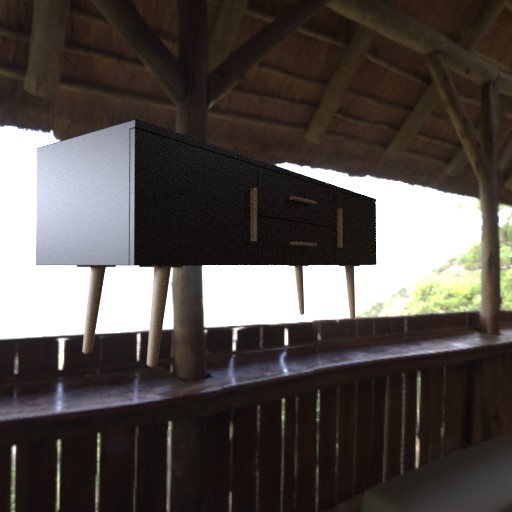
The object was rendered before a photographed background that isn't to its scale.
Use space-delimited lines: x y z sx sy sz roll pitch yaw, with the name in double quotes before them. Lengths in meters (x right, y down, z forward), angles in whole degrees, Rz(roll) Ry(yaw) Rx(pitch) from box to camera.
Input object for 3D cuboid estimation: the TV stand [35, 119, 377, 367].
"TV stand" 0.000 0.000 1.507 0.390 0.518 1.312 -1 -1 36
